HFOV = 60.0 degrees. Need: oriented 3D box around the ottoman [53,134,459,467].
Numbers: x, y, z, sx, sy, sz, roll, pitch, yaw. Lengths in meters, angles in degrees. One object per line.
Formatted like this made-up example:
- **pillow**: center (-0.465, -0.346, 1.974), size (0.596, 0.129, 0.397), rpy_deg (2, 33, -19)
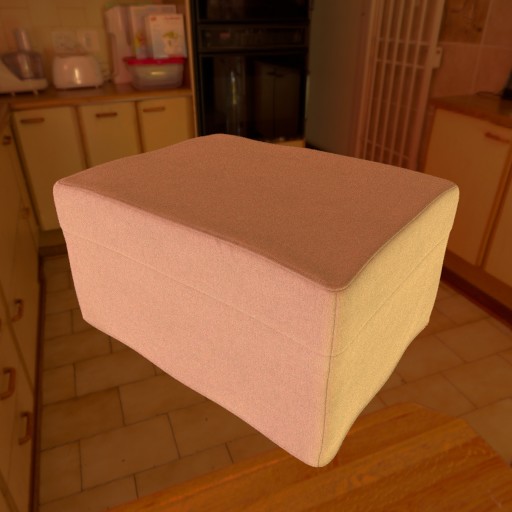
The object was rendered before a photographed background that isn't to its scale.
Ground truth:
- **ottoman**: center (0.000, 0.000, 1.215), size (0.833, 0.461, 0.648), rpy_deg (21, 35, 32)
